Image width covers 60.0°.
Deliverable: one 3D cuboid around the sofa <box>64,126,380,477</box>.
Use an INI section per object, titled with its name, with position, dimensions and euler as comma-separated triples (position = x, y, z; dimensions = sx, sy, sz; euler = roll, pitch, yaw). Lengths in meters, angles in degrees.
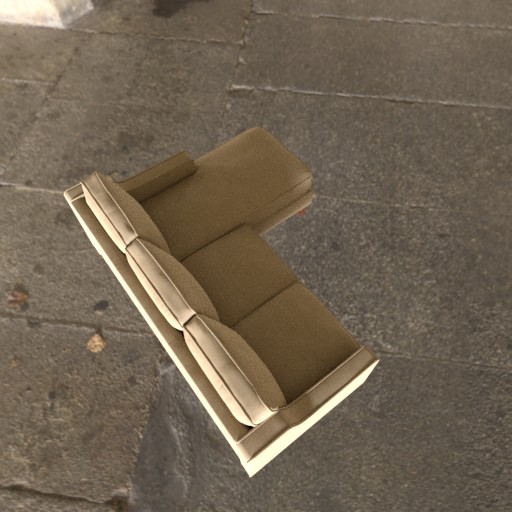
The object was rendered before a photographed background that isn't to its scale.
[sofa]
position = 0.000, 0.000, 3.366
dimensions = 1.858, 1.066, 2.317
euler = -33, 64, -19
